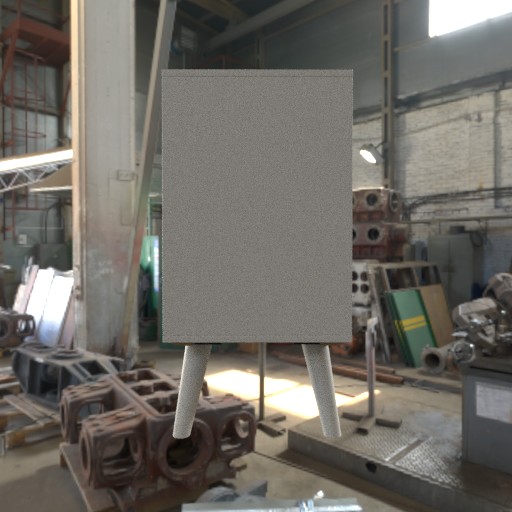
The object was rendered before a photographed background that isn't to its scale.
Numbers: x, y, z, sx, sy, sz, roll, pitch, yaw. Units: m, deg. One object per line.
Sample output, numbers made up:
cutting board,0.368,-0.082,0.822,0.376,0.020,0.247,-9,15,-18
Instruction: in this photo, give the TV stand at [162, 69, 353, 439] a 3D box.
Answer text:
TV stand,0.000,0.000,1.544,0.406,0.812,1.193,0,1,0
